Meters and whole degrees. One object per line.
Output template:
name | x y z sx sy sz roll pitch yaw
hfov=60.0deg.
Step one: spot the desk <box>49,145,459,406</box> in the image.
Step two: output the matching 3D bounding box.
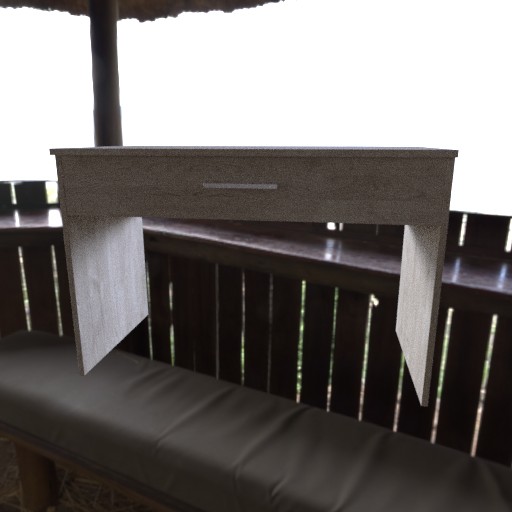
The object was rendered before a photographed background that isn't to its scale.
desk | 0.000 0.000 1.531 1.100 0.730 0.560 2 15 9
